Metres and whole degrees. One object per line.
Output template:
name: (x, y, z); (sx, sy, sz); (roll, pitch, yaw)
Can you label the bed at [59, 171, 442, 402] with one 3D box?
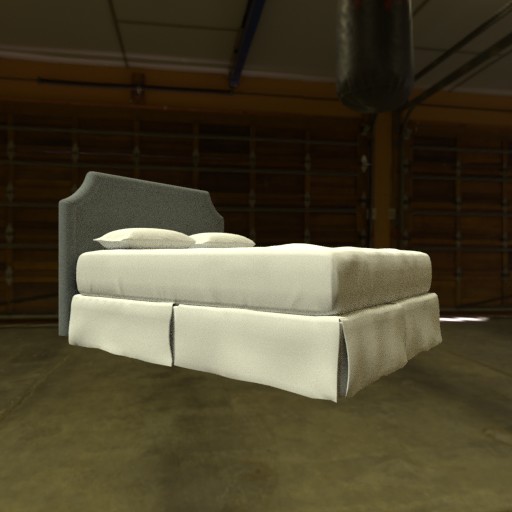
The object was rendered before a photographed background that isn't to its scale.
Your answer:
bed: (0.000, 0.000, 3.284); (2.259, 1.296, 1.811); (0, 0, 36)
